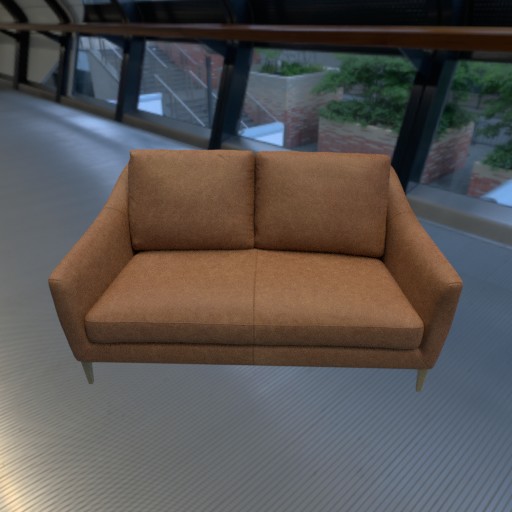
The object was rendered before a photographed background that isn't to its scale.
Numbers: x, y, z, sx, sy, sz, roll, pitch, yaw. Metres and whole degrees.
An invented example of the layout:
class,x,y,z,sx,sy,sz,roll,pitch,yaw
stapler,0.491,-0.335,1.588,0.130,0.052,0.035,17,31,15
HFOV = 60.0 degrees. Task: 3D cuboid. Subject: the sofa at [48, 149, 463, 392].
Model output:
class,x,y,z,sx,sy,sz,roll,pitch,yaw
sofa,0.000,0.000,2.176,1.619,0.902,0.960,1,29,2
